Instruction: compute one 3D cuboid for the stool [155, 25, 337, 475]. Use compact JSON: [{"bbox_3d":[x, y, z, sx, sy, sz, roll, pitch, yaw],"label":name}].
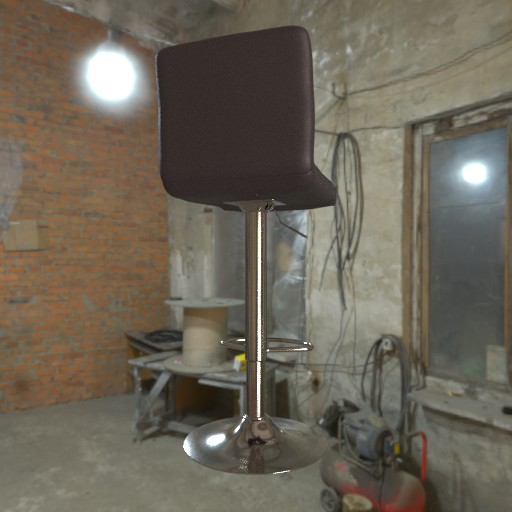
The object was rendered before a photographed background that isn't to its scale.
[{"bbox_3d":[0.000,0.000,1.335,0.430,1.115,0.505,0,-1,18],"label":"stool"}]
